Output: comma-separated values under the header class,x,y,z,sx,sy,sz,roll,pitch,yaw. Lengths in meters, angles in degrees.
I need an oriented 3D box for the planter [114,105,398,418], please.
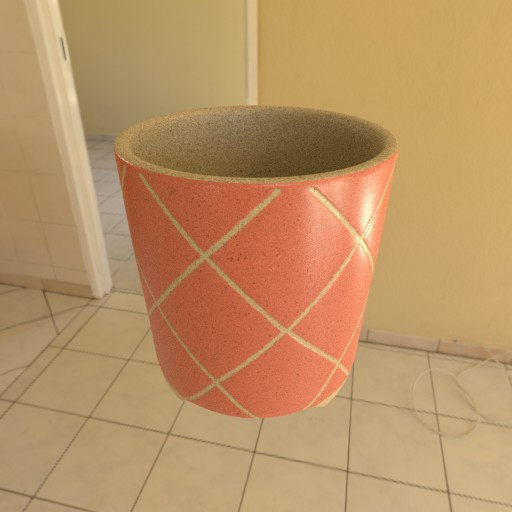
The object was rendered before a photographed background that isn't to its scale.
class,x,y,z,sx,sy,sz,roll,pitch,yaw
planter,0.000,0.000,0.424,0.227,0.235,0.227,0,30,0
